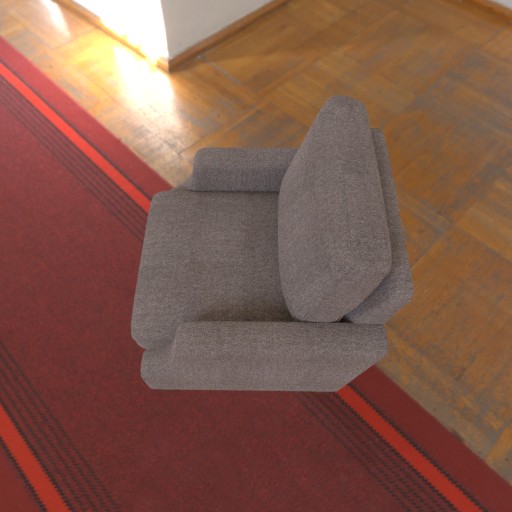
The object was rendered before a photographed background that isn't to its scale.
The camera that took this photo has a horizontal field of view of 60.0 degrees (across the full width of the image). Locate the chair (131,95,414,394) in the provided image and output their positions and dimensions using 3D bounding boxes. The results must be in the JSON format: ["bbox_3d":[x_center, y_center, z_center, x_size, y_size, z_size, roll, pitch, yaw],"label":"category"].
[{"bbox_3d":[0.000,0.000,1.675,0.897,0.993,0.855,0,59,0],"label":"chair"}]
